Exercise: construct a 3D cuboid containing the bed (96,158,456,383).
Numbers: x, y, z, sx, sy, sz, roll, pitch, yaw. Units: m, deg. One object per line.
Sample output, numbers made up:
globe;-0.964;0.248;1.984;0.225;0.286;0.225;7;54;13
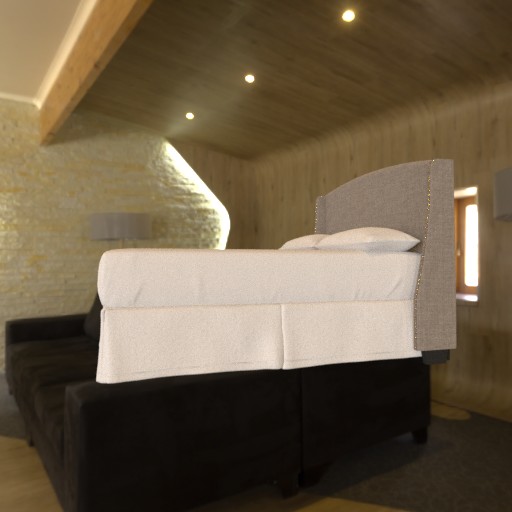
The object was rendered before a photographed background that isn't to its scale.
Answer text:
bed;0.000;0.000;3.365;2.237;1.407;1.710;0;-1;-18
